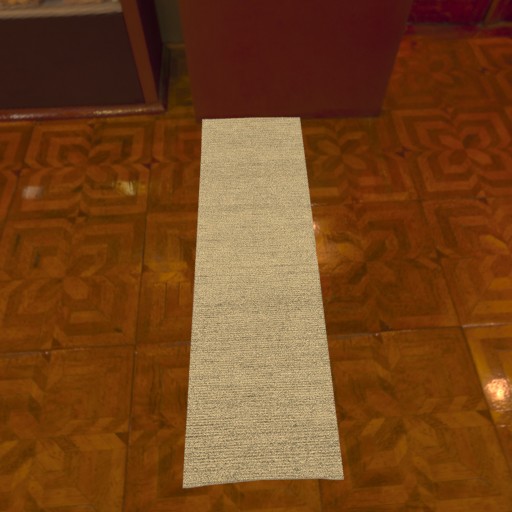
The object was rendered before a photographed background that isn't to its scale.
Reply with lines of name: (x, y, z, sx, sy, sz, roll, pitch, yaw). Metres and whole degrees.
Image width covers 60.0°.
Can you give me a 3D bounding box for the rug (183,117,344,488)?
rug: (0.000, 0.000, 2.512, 0.692, 0.032, 2.320, -1, 57, -1)
